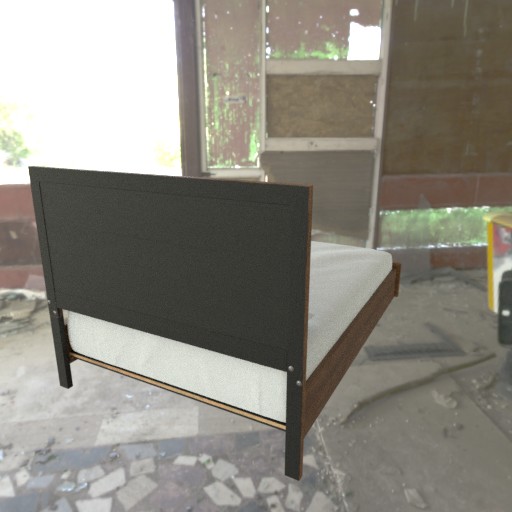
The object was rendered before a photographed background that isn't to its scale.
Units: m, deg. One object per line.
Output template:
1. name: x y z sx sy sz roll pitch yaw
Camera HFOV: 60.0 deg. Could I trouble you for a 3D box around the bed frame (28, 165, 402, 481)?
1. bed frame: 0.000 0.000 3.269 1.696 1.417 2.276 9 19 27
